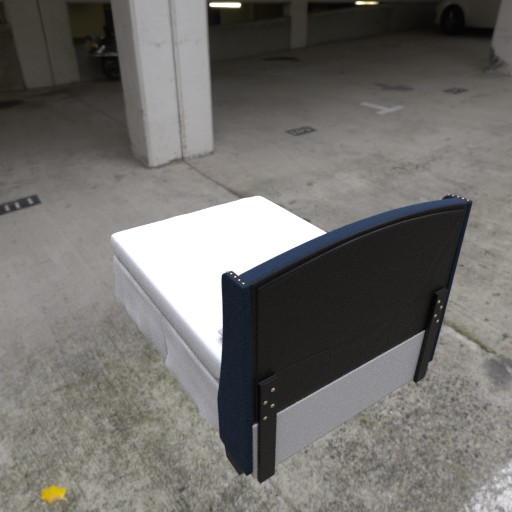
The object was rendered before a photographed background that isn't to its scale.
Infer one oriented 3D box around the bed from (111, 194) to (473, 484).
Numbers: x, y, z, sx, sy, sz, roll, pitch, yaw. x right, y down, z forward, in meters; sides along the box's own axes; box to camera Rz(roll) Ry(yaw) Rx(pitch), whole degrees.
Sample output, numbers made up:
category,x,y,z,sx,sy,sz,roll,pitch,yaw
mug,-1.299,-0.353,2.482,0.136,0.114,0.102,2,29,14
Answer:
category,x,y,z,sx,sy,sz,roll,pitch,yaw
bed,0.000,0.000,3.259,1.604,1.402,2.223,-19,35,-29
